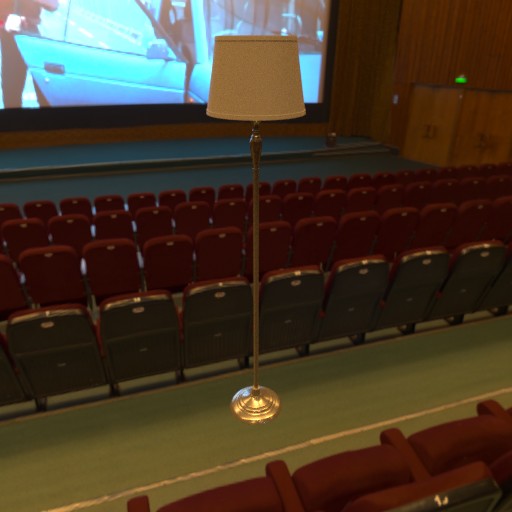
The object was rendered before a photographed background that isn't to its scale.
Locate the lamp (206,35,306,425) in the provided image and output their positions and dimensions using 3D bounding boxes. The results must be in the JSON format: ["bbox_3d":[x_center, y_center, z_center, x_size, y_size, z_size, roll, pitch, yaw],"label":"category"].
[{"bbox_3d":[0.000,0.000,1.693,0.327,1.506,0.327,-8,27,-17],"label":"lamp"}]
